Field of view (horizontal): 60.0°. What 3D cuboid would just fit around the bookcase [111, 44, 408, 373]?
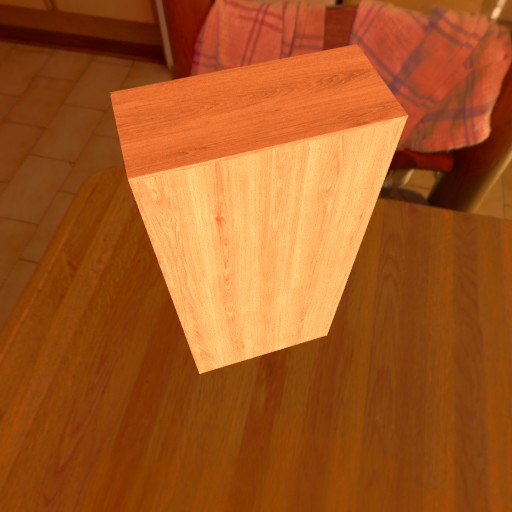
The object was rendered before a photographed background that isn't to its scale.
[{"bbox_3d":[0.000,0.000,2.395,0.950,2.020,0.420,-15,60,-9],"label":"bookcase"}]
